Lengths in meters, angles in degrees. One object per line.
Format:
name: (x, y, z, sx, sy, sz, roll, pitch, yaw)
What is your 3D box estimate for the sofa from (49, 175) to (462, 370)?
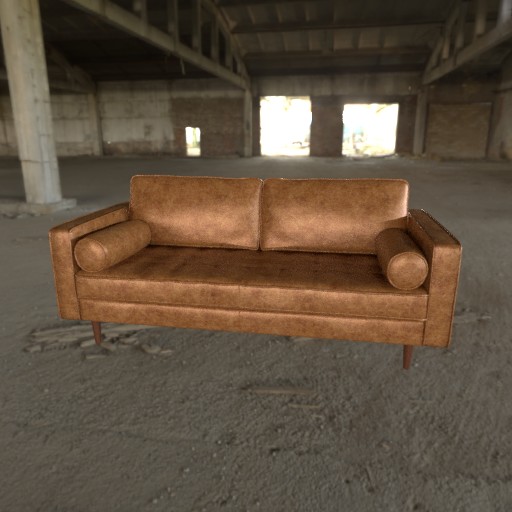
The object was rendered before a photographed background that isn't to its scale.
sofa: (0.000, 0.000, 2.458, 1.920, 0.825, 0.924, 3, 16, 10)
